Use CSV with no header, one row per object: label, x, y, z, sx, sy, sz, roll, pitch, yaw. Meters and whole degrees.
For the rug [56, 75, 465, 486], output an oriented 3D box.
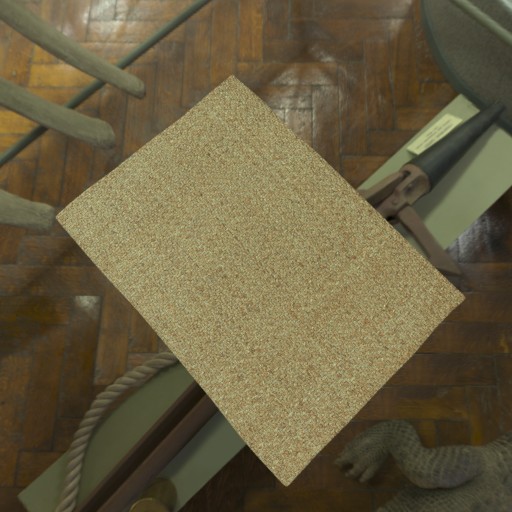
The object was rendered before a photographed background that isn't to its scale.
rug,0.000,0.000,2.753,1.566,0.013,2.141,-42,79,-10
